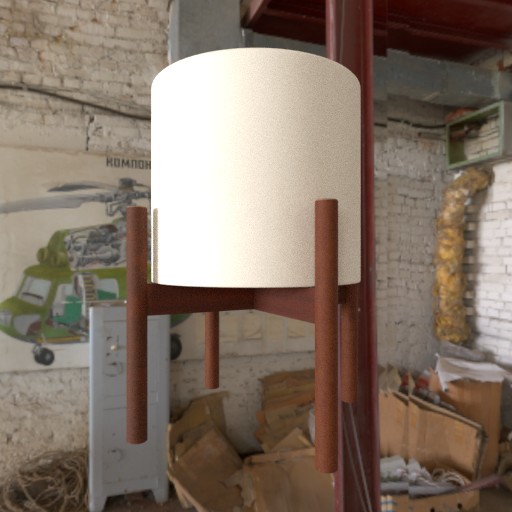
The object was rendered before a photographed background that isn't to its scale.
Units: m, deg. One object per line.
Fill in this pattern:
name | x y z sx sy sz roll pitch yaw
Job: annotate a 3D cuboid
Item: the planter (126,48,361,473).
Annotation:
planter | 0.000 0.000 0.488 0.224 0.358 0.224 0 0 18
